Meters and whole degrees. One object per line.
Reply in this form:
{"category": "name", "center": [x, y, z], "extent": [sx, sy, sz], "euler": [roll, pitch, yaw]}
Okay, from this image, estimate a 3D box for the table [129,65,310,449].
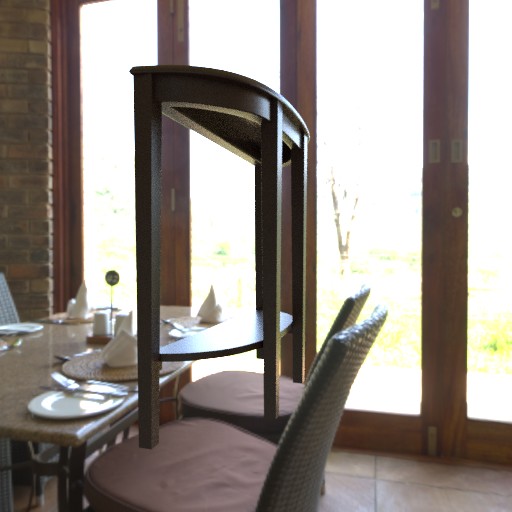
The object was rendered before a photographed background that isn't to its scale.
{"category": "table", "center": [0.000, 0.000, 1.337], "extent": [0.274, 0.831, 0.909], "euler": [0, 1, 18]}
